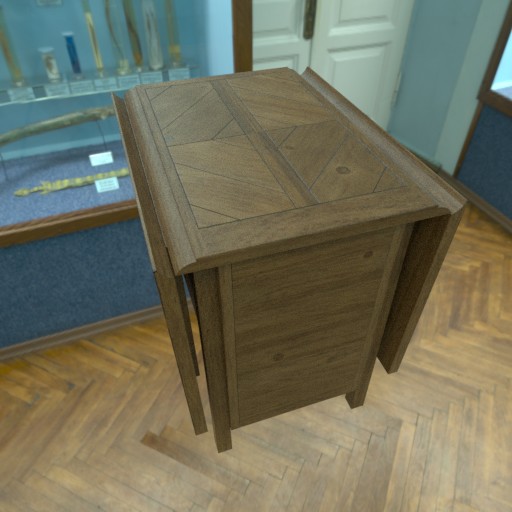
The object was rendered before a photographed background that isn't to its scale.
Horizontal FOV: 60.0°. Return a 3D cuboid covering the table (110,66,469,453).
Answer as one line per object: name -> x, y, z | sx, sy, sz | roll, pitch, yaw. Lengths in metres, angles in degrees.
table -> 0.000, 0.000, 1.273 | 0.591, 0.763, 0.746 | -13, 44, -14
